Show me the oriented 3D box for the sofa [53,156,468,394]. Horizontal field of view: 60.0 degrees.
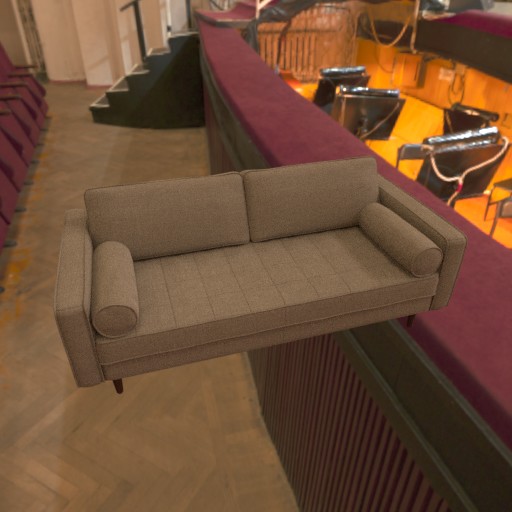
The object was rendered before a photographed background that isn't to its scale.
[{"bbox_3d":[0.000,0.000,2.324,1.879,0.762,0.914,-9,34,-14],"label":"sofa"}]
